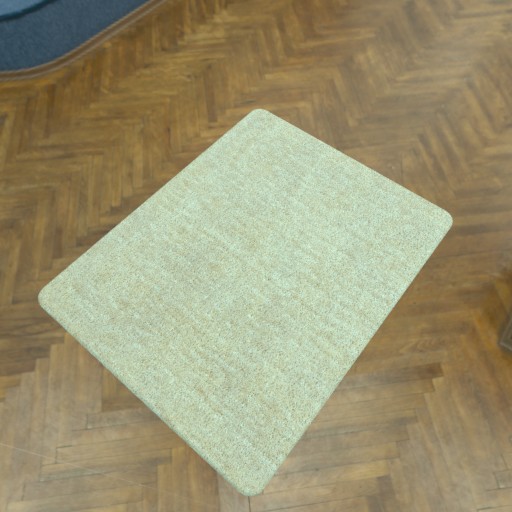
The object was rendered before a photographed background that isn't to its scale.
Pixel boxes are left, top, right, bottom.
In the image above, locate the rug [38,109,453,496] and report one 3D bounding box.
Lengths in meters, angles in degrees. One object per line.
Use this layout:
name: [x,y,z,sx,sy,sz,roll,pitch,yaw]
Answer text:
rug: [0.000,0.000,3.300,2.009,0.048,2.528,35,65,19]
